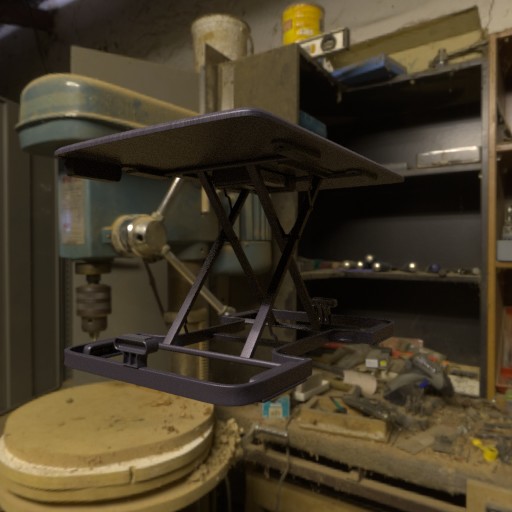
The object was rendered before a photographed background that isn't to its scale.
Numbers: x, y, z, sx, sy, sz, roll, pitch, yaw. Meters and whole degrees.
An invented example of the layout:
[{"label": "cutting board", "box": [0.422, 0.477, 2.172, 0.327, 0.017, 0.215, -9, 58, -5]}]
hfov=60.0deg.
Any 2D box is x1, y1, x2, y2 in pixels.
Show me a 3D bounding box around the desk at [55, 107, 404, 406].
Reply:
[{"label": "desk", "box": [0.000, 0.000, 1.145, 0.546, 0.470, 0.820, 1, 1, 34]}]
